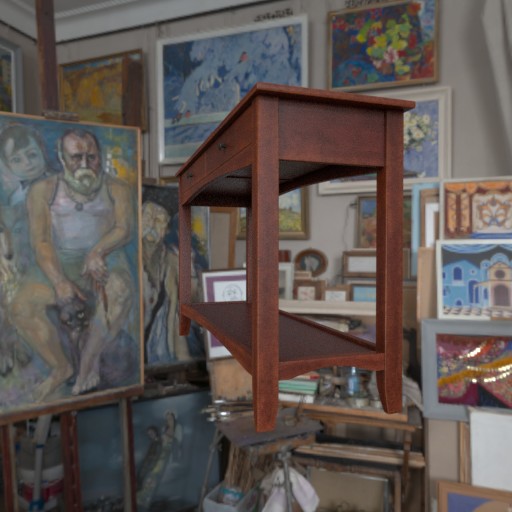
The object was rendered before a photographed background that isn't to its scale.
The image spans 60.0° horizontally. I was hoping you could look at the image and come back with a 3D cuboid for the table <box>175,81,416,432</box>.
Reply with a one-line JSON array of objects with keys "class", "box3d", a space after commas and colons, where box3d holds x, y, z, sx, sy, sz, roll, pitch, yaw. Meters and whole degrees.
[{"class": "table", "box3d": [0.000, 0.000, 1.540, 0.392, 0.739, 1.188, 0, 1, -18]}]
